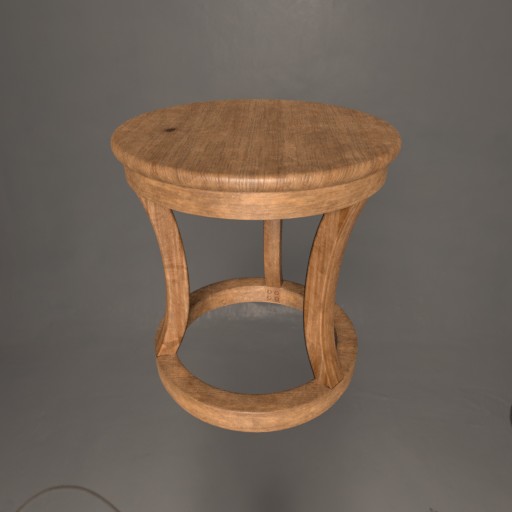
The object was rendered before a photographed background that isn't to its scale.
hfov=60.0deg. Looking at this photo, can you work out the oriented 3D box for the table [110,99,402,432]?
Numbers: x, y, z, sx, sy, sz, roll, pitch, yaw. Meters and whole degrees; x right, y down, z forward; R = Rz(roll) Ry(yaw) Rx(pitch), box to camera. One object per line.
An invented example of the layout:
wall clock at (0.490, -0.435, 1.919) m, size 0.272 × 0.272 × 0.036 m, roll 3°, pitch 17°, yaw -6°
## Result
table at (0.000, 0.000, 0.796) m, size 0.432 × 0.460 × 0.432 m, roll 0°, pitch 31°, yaw 0°
